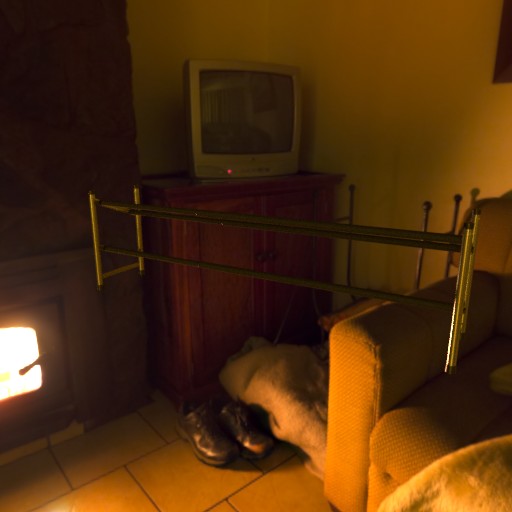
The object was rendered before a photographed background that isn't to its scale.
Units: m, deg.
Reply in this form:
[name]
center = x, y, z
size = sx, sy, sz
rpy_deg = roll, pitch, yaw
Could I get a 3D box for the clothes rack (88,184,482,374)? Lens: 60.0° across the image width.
[clothes rack]
center = 0.000, 0.000, 1.332
size = 1.168, 0.349, 0.229
rpy_deg = 8, 17, 29
